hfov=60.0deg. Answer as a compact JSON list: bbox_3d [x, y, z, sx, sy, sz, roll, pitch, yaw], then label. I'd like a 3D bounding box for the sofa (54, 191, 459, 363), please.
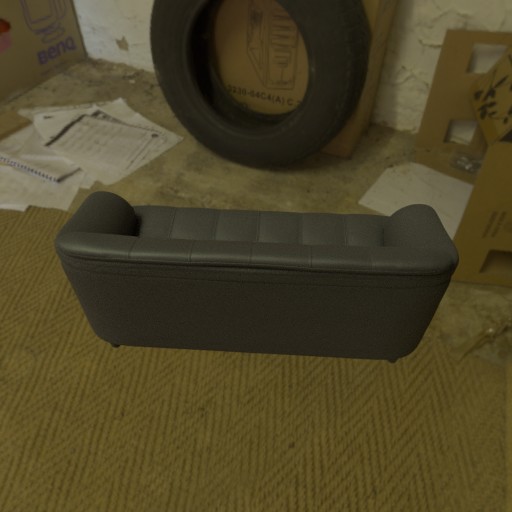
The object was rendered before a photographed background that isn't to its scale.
[{"bbox_3d":[0.000,0.000,2.270,1.829,0.811,0.800,3,47,2],"label":"sofa"}]
